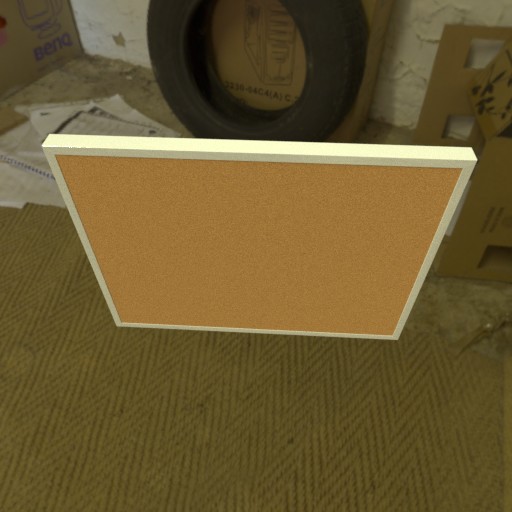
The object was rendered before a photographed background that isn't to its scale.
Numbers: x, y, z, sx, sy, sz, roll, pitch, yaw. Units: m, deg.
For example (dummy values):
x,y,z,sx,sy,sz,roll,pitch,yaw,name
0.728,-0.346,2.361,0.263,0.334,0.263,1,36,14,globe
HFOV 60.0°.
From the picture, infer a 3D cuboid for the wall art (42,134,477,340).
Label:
x,y,z,sx,sy,sz,roll,pitch,yaw,name
0.000,0.000,1.365,1.041,0.787,0.053,2,48,2,wall art
